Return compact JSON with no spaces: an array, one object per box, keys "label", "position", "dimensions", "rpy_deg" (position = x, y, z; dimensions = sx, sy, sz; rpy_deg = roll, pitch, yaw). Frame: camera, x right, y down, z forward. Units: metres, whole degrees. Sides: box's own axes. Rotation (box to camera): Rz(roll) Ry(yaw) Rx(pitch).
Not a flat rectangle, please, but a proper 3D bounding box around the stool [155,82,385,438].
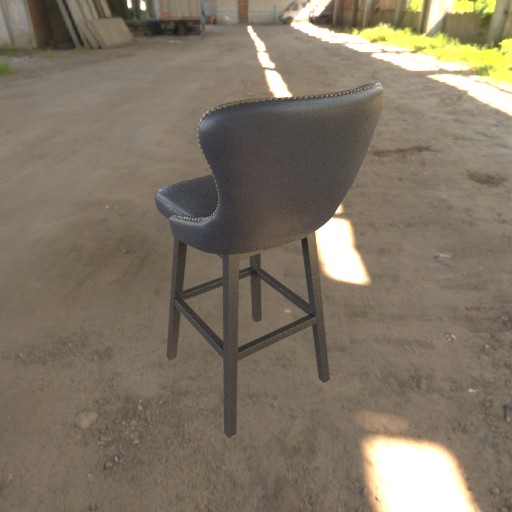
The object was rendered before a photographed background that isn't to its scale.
[{"label":"stool","position":[0.000,0.000,1.382],"dimensions":[0.528,1.050,0.601],"rpy_deg":[-19,35,-30]}]
